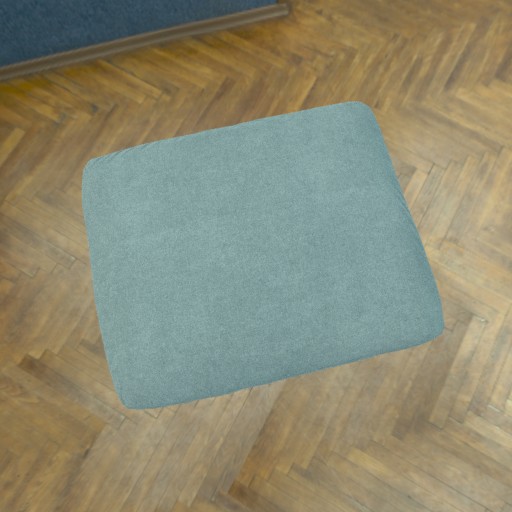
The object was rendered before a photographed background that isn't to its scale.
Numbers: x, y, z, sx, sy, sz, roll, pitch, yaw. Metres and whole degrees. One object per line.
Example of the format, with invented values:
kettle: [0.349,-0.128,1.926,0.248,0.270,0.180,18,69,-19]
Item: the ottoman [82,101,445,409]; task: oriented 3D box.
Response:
ottoman: [0.000,0.000,1.249,0.837,0.481,0.683,-13,76,-3]
